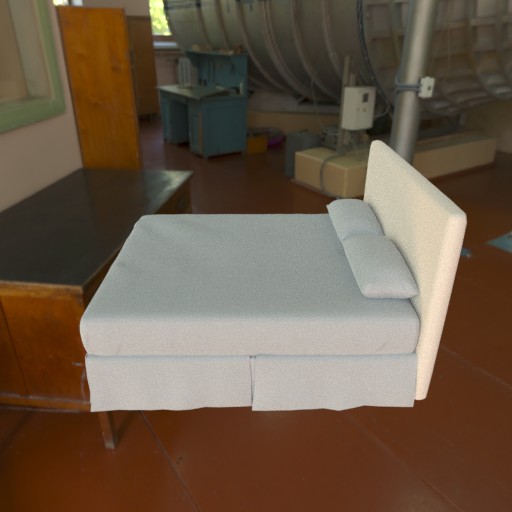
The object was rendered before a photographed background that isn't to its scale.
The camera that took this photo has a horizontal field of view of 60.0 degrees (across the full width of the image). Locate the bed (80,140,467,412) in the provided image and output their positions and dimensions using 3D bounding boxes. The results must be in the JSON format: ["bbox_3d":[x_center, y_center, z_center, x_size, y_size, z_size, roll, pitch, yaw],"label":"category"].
[{"bbox_3d":[0.000,0.000,3.234,2.142,1.330,1.748,0,27,0],"label":"bed"}]
